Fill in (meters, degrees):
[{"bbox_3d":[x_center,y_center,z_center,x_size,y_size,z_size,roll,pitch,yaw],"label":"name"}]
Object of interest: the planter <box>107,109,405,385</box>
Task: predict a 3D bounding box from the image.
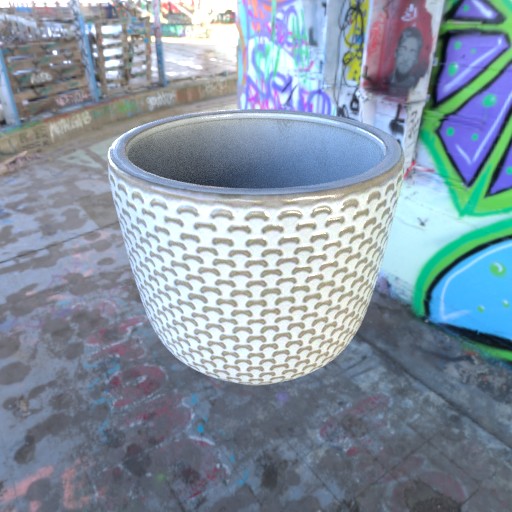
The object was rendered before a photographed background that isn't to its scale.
[{"bbox_3d":[0.000,0.000,0.304,0.173,0.160,0.173,0,31,0],"label":"planter"}]
